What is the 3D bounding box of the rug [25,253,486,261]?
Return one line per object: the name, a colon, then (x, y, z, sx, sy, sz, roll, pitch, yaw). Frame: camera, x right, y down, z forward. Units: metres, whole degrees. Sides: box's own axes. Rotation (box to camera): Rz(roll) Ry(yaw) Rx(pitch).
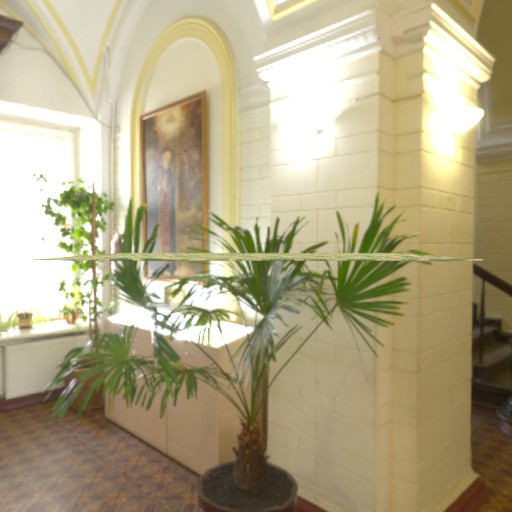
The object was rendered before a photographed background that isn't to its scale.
rug: (0.000, 0.000, 2.361, 1.826, 0.006, 1.220, 0, 2, 0)
